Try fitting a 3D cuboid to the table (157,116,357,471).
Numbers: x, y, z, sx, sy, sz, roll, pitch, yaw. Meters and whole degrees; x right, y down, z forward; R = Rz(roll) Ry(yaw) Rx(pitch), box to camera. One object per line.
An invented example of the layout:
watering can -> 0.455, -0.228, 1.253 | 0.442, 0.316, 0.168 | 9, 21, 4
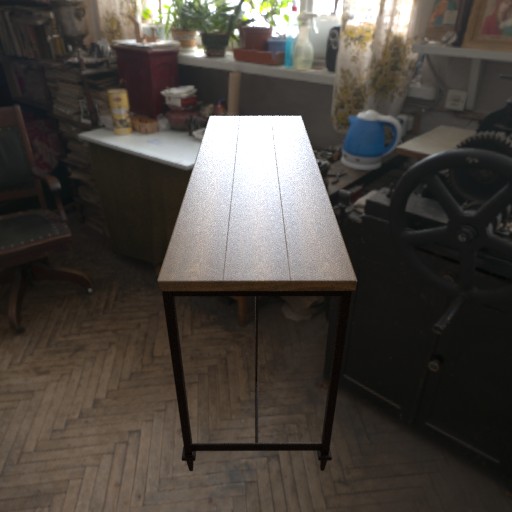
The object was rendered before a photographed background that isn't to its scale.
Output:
table -> 0.000, 0.000, 2.160 | 0.551, 0.902, 1.700 | 0, 32, 0
